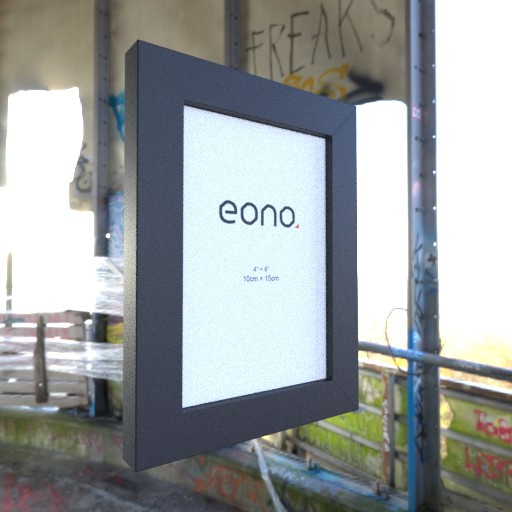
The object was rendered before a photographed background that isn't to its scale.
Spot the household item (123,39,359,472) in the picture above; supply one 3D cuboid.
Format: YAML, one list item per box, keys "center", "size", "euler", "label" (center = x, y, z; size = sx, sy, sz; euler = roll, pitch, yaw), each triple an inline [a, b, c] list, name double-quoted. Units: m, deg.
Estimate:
- center: [0.000, 0.000, 0.228]
  size: [0.133, 0.178, 0.022]
  euler: [1, -1, -36]
  label: "household item"
